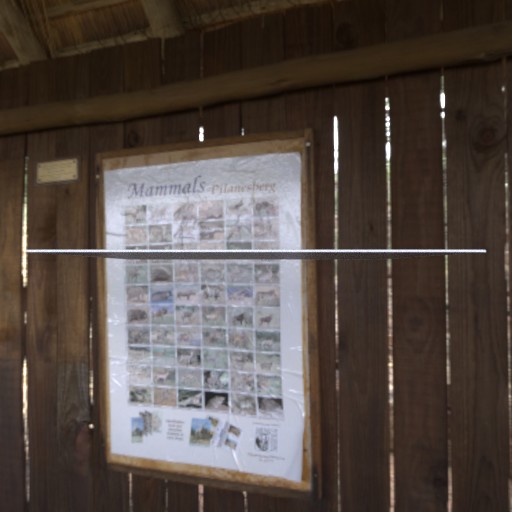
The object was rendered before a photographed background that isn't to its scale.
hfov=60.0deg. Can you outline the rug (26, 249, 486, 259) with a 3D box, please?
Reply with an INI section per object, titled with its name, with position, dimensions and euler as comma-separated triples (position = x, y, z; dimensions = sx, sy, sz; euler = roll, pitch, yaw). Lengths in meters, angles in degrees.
[rug]
position = 0.000, 0.000, 4.212
dimensions = 3.123, 0.017, 2.447
euler = 0, -2, 0
